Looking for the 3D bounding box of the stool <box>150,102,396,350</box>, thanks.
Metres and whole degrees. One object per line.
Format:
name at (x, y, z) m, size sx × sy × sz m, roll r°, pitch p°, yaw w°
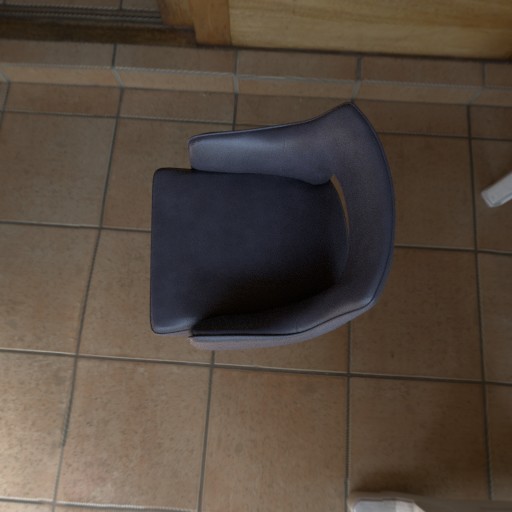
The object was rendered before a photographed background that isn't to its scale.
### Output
stool at (0.000, 0.000, 1.309) m, size 0.560 × 0.936 × 0.550 m, roll -2°, pitch 76°, yaw -1°
